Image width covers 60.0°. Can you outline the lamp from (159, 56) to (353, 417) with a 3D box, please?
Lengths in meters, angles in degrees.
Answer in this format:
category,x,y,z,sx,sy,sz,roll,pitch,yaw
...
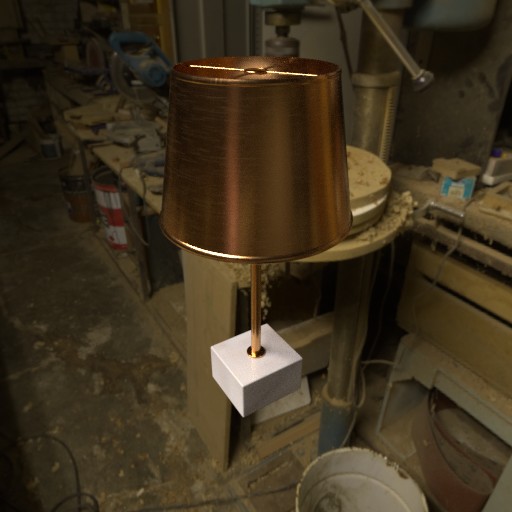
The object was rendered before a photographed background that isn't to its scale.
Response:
category,x,y,z,sx,sy,sz,roll,pitch,yaw
lamp,0.000,0.000,0.511,0.208,0.406,0.208,0,30,0
